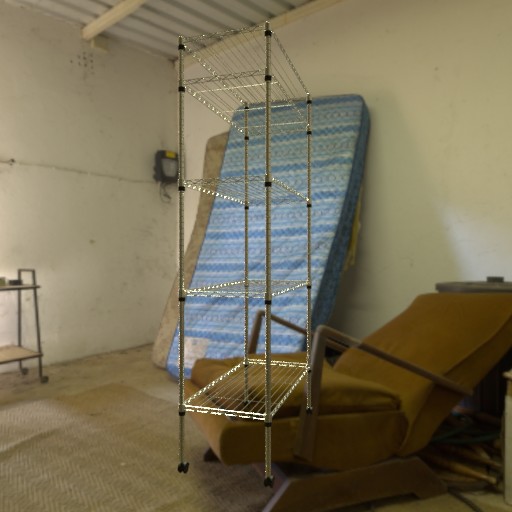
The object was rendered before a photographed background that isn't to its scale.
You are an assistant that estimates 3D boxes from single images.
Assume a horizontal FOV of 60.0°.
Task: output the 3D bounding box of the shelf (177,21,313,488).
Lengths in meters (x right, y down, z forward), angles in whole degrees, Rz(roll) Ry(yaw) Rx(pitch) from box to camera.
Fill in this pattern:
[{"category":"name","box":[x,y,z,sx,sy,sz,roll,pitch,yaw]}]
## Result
[{"category":"shelf","box":[0.000,0.000,1.911,0.356,1.587,0.762,0,0,18]}]
